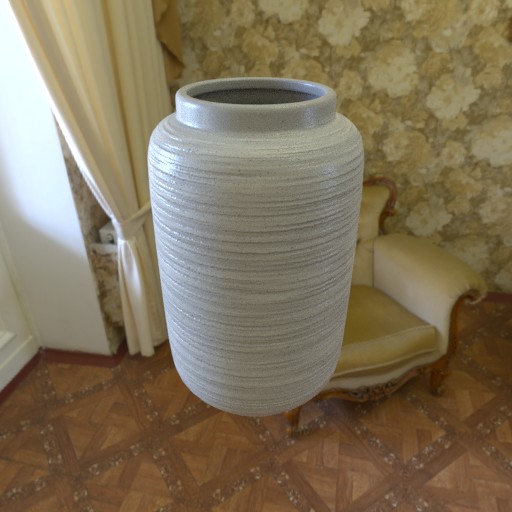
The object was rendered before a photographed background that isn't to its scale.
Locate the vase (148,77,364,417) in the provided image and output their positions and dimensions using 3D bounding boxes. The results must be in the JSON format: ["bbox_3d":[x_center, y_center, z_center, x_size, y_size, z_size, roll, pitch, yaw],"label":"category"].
[{"bbox_3d":[0.000,0.000,0.469,0.202,0.335,0.202,0,30,0],"label":"vase"}]
